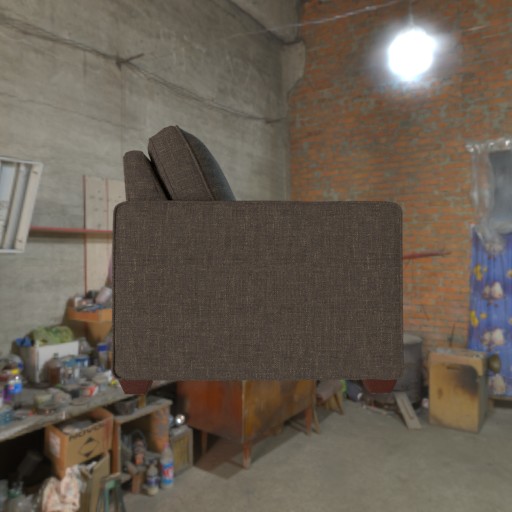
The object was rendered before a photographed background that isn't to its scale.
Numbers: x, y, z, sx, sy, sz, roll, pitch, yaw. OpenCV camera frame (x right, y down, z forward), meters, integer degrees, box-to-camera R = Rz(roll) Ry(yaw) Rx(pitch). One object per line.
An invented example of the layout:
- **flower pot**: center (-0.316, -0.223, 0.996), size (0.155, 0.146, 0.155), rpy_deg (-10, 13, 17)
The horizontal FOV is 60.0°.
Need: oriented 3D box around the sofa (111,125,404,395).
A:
- **sofa**: center (0.000, 0.000, 2.228), size (0.947, 0.918, 1.709), rpy_deg (0, -1, -1)
